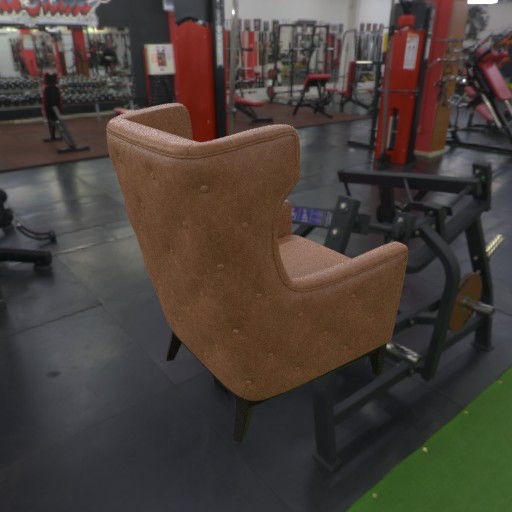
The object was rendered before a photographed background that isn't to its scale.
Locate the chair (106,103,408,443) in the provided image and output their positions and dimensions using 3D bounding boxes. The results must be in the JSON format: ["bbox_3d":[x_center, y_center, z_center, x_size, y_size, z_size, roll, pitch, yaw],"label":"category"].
[{"bbox_3d":[0.000,0.000,1.702,0.899,1.079,0.766,-17,30,-32],"label":"chair"}]
